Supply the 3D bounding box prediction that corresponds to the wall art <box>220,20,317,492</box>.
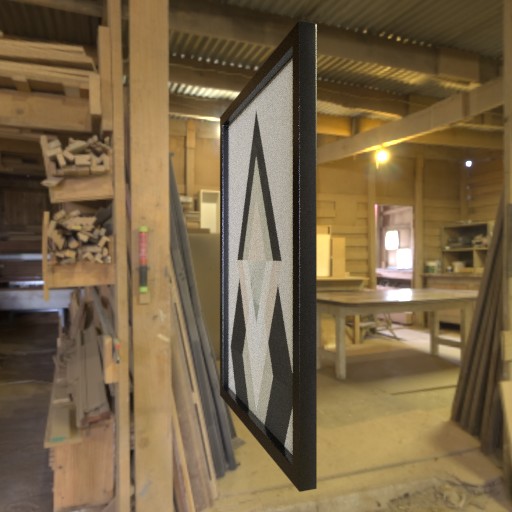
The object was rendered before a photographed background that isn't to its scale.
[{"bbox_3d":[0.000,0.000,0.579,0.019,0.455,0.314,0,0,-19],"label":"wall art"}]
